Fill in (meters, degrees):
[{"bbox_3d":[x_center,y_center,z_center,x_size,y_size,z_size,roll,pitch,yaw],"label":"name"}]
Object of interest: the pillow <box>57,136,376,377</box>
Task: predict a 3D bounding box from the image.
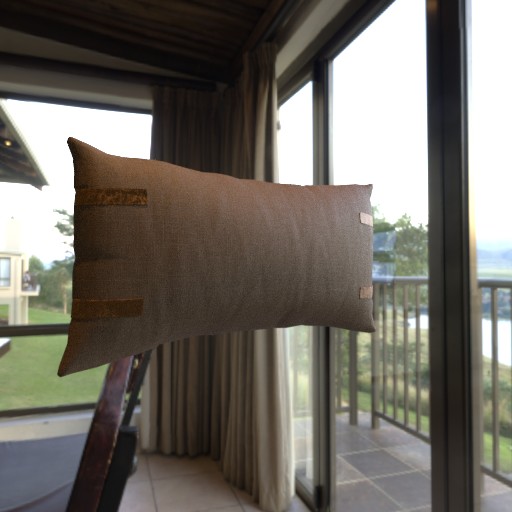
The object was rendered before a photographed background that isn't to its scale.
[{"bbox_3d":[0.000,0.000,0.734,0.612,0.308,0.148,1,-1,-37],"label":"pillow"}]
